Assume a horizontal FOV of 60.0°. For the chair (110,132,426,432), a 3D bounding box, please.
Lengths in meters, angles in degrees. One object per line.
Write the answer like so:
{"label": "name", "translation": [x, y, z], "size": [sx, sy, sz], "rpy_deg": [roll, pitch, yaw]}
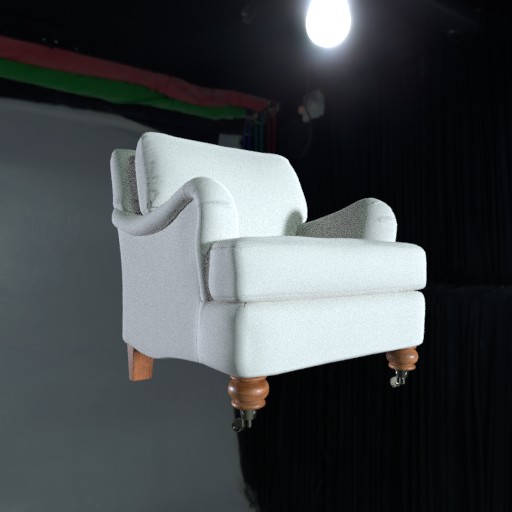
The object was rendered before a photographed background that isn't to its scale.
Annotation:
{"label": "chair", "translation": [0.000, 0.000, 1.851], "size": [0.955, 1.038, 1.070], "rpy_deg": [0, -1, -37]}
